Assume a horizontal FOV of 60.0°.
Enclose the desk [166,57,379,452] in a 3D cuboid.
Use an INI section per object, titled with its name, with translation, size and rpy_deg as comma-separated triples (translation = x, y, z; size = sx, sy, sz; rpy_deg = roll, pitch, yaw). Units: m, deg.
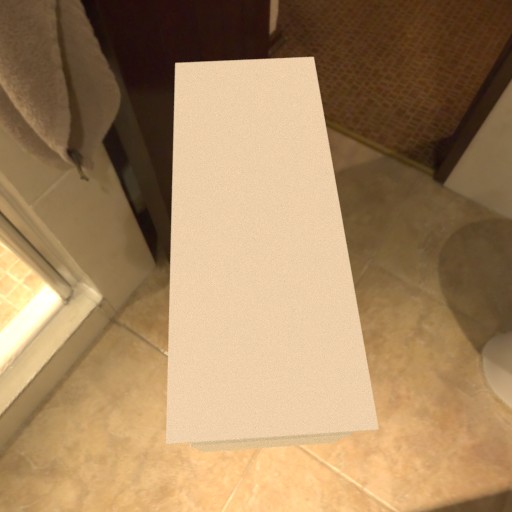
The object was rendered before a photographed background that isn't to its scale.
[desk]
translation = 0.000, 0.000, 1.936
size = 0.603, 0.773, 1.530
rpy_deg = -3, 64, -2
